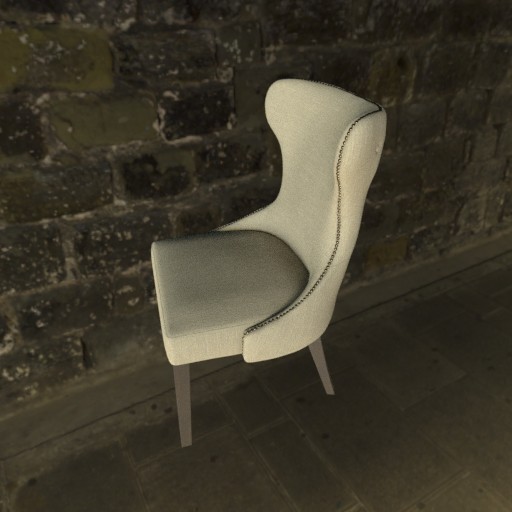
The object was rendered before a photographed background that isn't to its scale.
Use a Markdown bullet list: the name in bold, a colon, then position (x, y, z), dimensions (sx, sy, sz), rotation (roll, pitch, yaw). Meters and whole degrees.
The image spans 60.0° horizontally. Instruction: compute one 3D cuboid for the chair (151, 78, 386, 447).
- **chair**: position (0.000, 0.000, 1.396), dimensions (0.635, 0.967, 0.628), rotation (-8, 31, -13)
